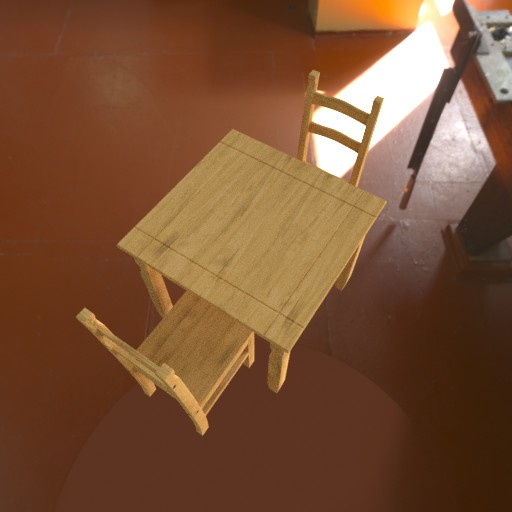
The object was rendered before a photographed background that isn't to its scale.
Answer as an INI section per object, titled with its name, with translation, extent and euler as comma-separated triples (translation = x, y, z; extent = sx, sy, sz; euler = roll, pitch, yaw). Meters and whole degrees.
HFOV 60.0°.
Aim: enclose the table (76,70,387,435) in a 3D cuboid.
[table]
translation = 0.000, 0.000, 2.067
extent = 0.813, 0.942, 1.501
euler = 29, 62, 17
